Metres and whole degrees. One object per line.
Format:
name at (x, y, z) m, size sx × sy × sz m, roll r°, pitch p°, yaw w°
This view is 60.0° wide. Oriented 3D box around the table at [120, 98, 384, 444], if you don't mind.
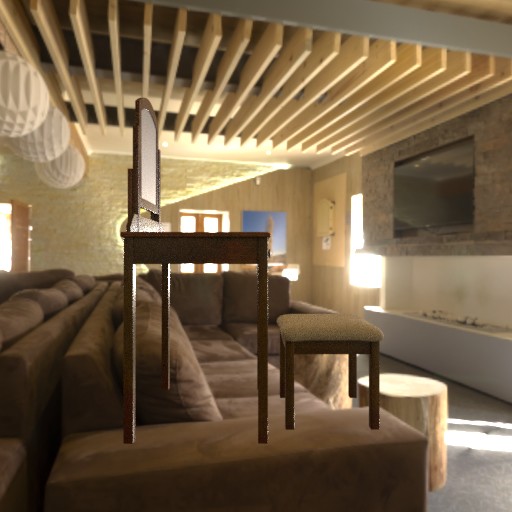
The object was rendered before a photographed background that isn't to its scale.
table at (0.000, 0.000, 2.335) m, size 1.211 × 1.631 × 0.876 m, roll 0°, pitch 0°, yaw 0°
